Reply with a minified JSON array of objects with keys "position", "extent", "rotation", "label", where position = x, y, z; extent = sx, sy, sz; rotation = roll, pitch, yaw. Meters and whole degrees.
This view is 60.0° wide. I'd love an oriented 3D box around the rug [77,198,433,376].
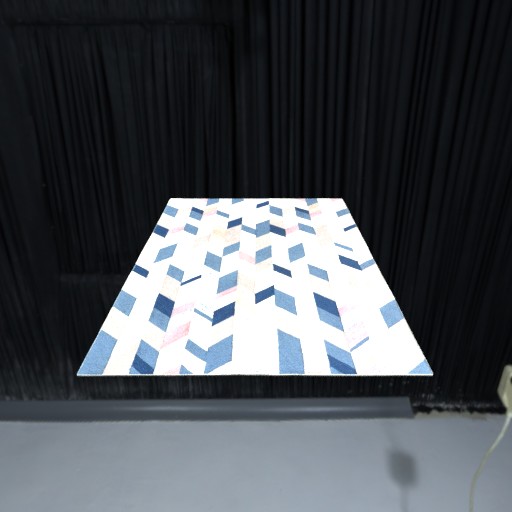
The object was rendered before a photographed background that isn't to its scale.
[{"position":[0.000,0.000,2.287],"extent":[1.202,0.006,1.813],"rotation":[0,26,0],"label":"rug"}]
